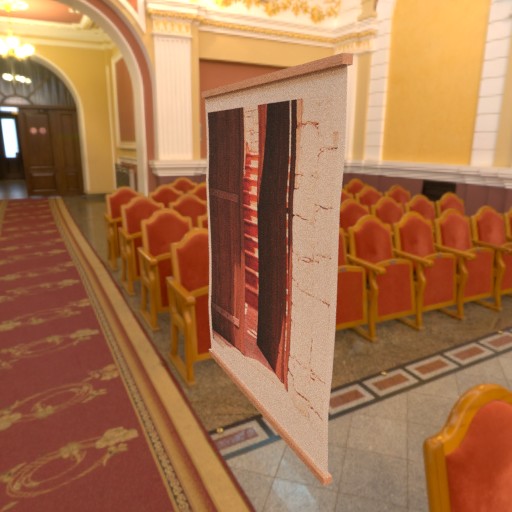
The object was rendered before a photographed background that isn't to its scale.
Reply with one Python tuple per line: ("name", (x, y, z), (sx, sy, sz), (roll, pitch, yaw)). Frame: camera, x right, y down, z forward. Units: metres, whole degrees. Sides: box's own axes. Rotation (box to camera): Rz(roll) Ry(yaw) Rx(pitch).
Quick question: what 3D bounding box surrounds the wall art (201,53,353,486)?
("wall art", (0.000, 0.000, 0.677), (0.013, 0.508, 0.406), (-7, 16, -26))
